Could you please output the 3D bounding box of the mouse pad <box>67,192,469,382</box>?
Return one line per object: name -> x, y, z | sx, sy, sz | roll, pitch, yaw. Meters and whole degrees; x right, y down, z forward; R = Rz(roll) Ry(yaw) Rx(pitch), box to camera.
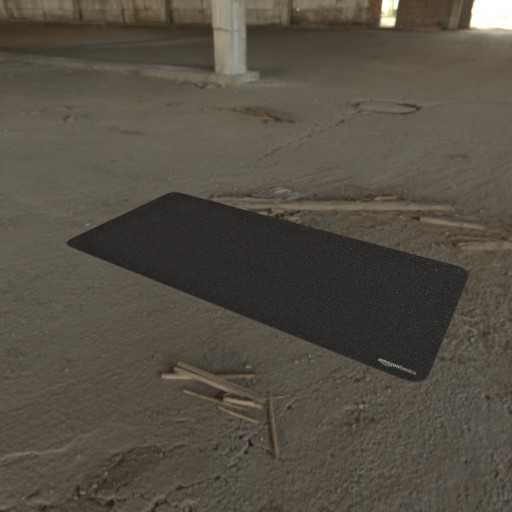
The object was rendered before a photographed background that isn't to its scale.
mouse pad -> 0.000, 0.000, 1.075 | 0.907, 0.003, 0.424 | 18, 34, 28
